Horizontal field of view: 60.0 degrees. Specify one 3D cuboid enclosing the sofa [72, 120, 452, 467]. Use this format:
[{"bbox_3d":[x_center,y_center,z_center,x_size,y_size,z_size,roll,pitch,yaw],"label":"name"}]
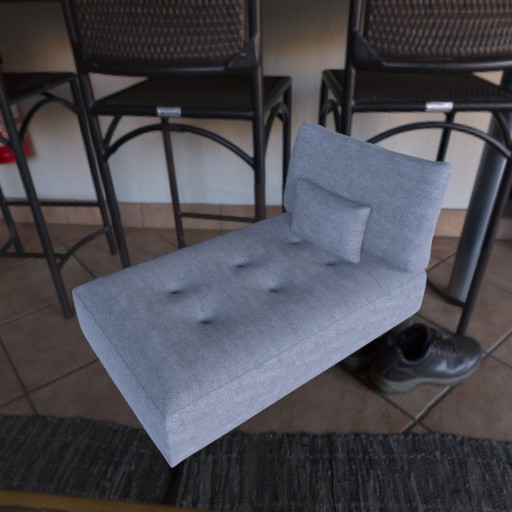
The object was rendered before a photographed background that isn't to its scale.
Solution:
[{"bbox_3d":[0.000,0.000,1.995,1.450,0.820,0.930,-22,37,-31],"label":"sofa"}]
